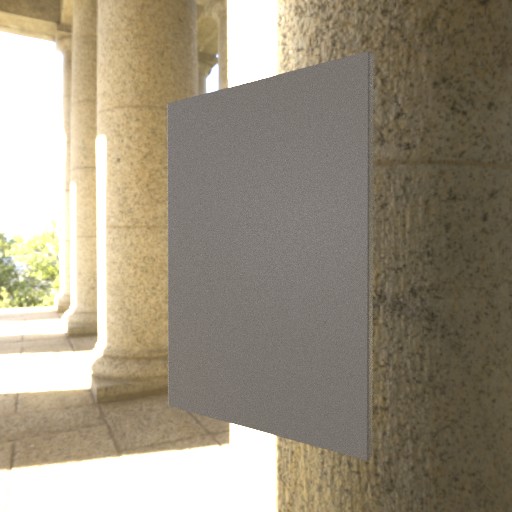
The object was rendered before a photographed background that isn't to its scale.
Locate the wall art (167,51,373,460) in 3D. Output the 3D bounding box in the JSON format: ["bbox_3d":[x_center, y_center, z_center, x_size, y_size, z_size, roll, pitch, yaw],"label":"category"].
[{"bbox_3d":[0.000,0.000,1.043,0.556,0.813,0.026,0,1,34],"label":"wall art"}]
